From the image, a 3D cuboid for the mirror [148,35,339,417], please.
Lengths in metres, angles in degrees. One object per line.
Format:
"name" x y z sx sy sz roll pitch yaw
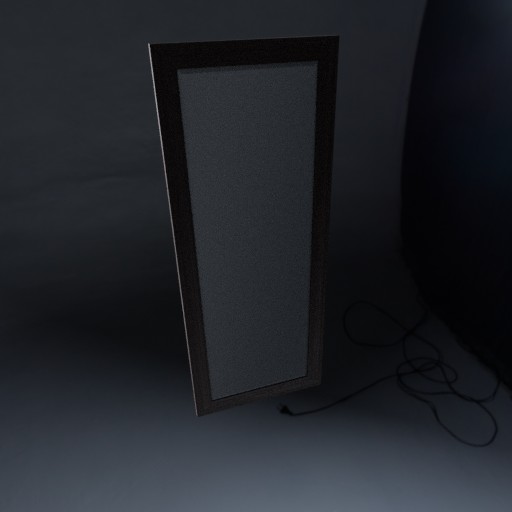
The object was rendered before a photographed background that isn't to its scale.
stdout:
"mirror" 0.000 0.000 2.302 0.812 2.020 0.221 -10 35 -15
